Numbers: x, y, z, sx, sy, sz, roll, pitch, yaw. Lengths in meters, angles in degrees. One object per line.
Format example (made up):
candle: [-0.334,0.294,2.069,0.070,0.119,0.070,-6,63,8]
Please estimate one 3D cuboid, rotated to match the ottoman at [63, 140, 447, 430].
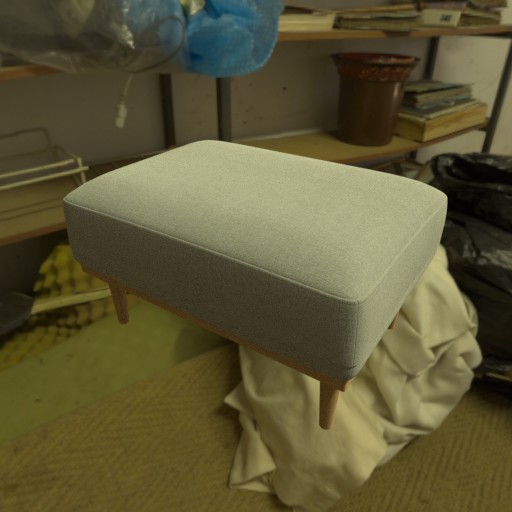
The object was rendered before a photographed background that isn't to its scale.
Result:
ottoman: [0.000,0.000,1.097,0.749,0.428,0.549,19,35,29]
